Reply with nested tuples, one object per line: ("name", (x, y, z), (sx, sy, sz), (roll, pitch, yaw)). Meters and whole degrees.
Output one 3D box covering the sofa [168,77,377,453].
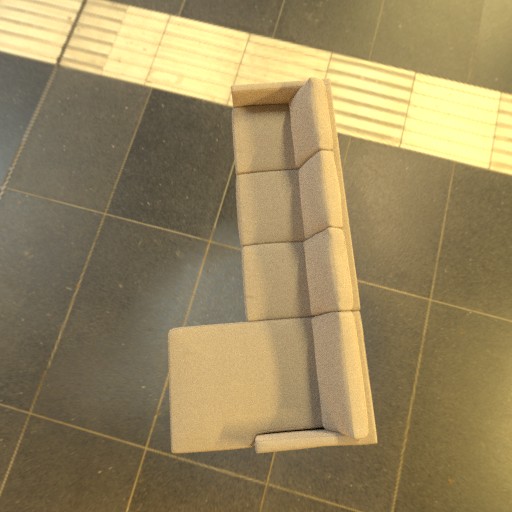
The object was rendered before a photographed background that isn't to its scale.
("sofa", (0.000, 0.000, 3.944), (1.625, 0.861, 3.186), (-4, 76, -1))
